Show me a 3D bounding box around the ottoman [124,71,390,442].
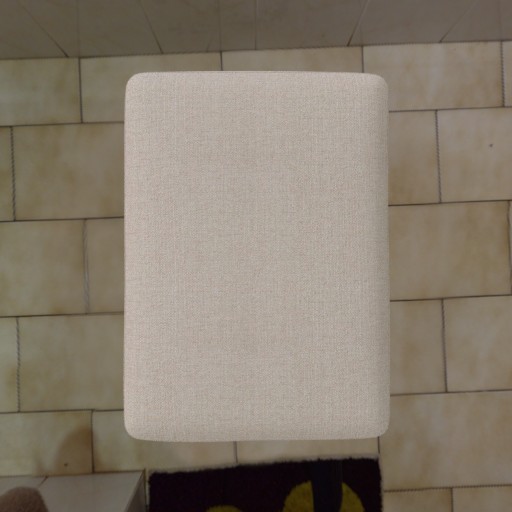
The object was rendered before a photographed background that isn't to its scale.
[{"bbox_3d":[0.000,0.000,1.222,0.637,0.478,0.885,0,90,-1],"label":"ottoman"}]
